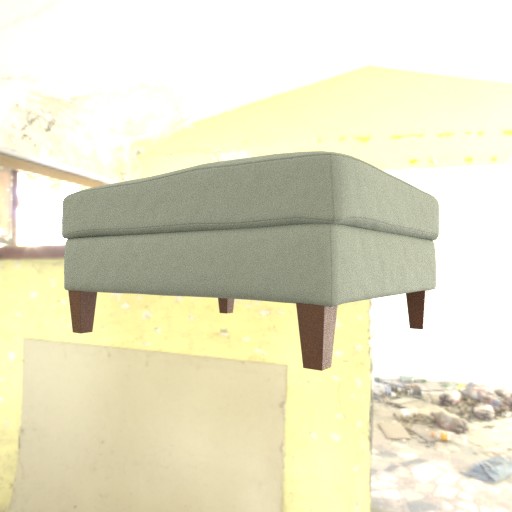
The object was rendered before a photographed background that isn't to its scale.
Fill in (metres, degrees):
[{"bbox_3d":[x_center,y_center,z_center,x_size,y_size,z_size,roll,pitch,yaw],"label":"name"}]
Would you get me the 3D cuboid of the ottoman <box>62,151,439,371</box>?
[{"bbox_3d":[0.000,0.000,1.481,0.991,0.494,0.842,-1,-2,36],"label":"ottoman"}]
